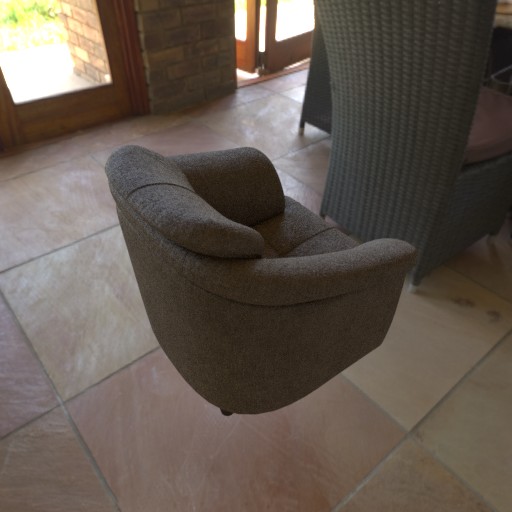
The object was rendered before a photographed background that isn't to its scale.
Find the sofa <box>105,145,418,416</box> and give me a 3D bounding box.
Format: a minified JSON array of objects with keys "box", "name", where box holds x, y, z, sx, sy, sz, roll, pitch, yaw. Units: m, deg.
[{"box":[0.000,0.000,1.512,0.794,0.811,0.870,-26,47,-27],"name":"sofa"}]
